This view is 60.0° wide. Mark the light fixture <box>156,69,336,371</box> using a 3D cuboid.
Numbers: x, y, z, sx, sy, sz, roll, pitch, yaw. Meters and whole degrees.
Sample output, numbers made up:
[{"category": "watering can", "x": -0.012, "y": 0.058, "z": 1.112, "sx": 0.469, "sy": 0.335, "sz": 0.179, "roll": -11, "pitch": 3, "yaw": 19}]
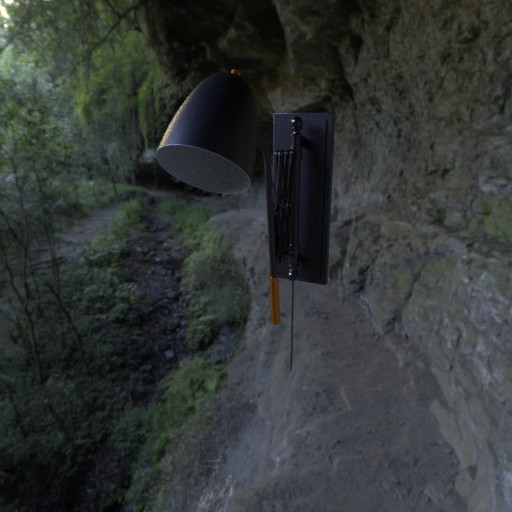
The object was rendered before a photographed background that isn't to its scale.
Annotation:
[{"category": "light fixture", "x": 0.000, "y": 0.000, "z": 0.937, "sx": 0.162, "sy": 0.715, "sz": 0.499, "roll": 8, "pitch": 18, "yaw": 27}]
